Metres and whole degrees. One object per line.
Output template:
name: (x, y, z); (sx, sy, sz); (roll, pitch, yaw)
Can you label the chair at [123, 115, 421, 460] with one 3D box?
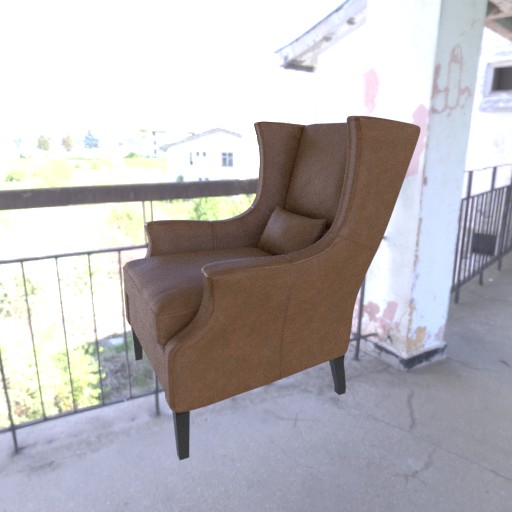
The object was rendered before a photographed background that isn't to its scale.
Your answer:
chair: (0.000, 0.000, 1.708); (0.925, 1.016, 0.852); (-7, 17, -25)
